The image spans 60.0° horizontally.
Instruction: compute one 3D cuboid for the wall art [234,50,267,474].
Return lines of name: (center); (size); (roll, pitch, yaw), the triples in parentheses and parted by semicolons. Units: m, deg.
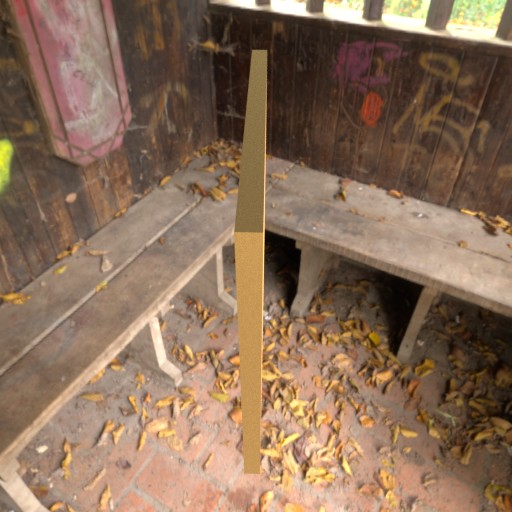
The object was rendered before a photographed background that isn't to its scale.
wall art: (0.000, 0.000, 2.846); (0.099, 1.926, 1.926); (1, 42, 1)
